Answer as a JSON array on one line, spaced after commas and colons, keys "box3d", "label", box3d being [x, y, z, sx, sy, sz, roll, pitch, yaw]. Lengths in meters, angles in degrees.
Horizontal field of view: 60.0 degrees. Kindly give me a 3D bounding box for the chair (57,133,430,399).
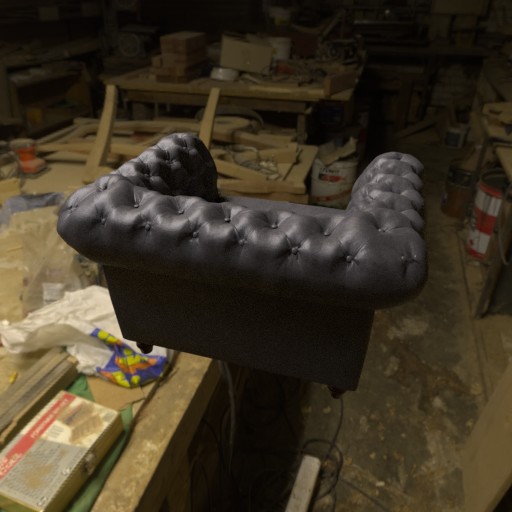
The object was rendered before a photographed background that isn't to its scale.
[{"box3d": [0.000, 0.000, 1.892, 1.298, 0.780, 0.943, 9, 33, 14], "label": "chair"}]
